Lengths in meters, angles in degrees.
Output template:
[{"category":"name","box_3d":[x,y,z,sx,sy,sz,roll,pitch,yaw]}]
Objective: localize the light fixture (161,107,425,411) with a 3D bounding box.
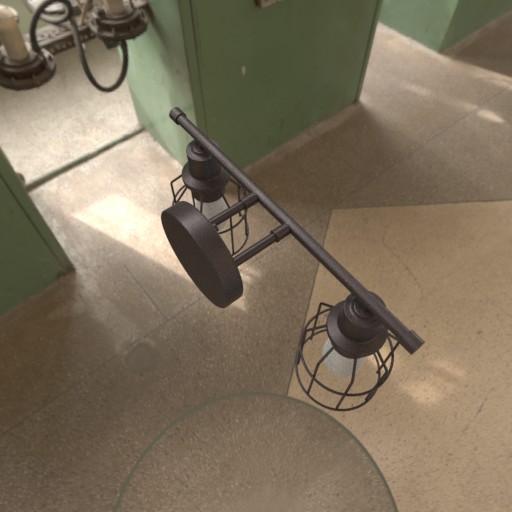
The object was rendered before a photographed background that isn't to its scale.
[{"category":"light fixture","box_3d":[0.000,0.000,0.535,0.165,0.254,0.406,-33,63,-20]}]
